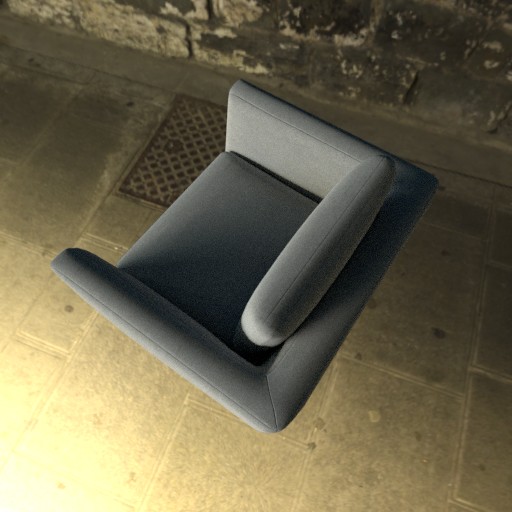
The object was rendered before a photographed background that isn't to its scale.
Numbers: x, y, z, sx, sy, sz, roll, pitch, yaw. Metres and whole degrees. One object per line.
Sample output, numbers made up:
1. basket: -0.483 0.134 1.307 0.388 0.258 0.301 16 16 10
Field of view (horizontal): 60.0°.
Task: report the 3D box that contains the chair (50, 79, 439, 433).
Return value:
1. chair: 0.000 0.000 1.688 0.889 0.864 1.041 32 67 16
